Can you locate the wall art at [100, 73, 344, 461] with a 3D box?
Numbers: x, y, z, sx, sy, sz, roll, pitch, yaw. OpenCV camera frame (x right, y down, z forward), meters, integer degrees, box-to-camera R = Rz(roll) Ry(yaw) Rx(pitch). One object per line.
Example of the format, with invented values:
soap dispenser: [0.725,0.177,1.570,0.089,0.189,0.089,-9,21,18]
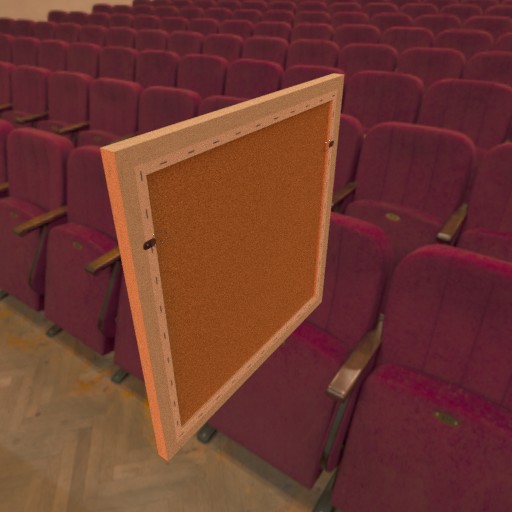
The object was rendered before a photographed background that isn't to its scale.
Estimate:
wall art: [0.000,0.000,1.502,0.045,1.016,1.016,21,38,30]
